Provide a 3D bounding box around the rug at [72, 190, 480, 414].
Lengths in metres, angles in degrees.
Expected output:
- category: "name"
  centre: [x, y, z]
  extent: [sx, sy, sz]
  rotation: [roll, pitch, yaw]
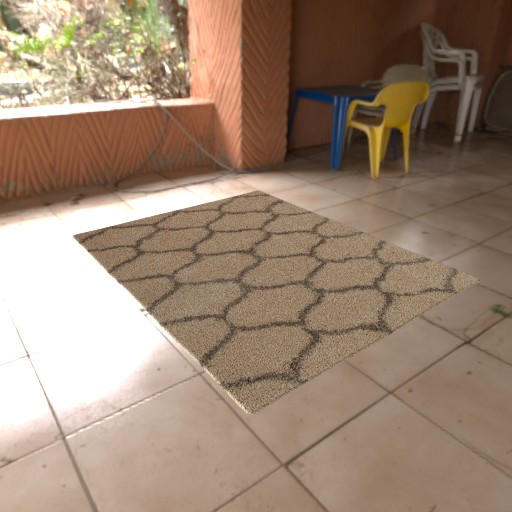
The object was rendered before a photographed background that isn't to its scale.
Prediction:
- category: "rug"
  centre: [0.000, 0.000, 4.066]
  extent: [2.399, 0.026, 3.000]
  rotation: [-19, 32, -33]
